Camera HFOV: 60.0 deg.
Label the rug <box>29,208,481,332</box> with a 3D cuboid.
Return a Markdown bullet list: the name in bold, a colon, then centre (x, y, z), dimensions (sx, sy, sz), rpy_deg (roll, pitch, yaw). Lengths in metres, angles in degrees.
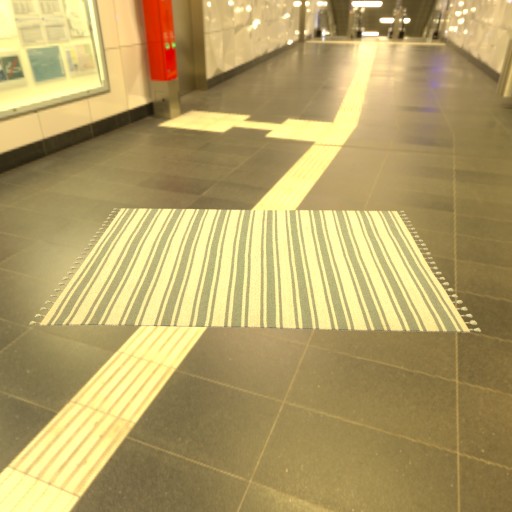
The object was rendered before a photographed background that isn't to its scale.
- **rug**: centre (0.000, 0.000, 3.010), dimensions (2.410, 0.011, 1.539), rpy_deg (1, 30, 1)
